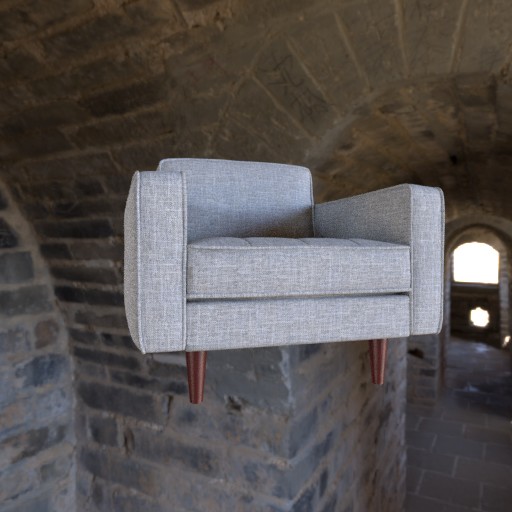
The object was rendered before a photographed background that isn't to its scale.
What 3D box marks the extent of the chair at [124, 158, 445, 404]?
[{"bbox_3d":[0.000,0.000,1.571,0.889,0.765,0.914,0,0,-18],"label":"chair"}]
